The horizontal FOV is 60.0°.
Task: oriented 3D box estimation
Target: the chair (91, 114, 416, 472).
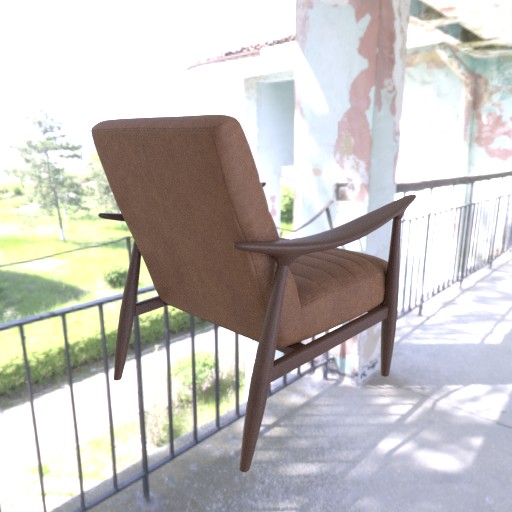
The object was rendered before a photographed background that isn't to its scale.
[{"bbox_3d":[0.000,0.000,1.430,0.741,0.832,0.798,13,19,42],"label":"chair"}]
